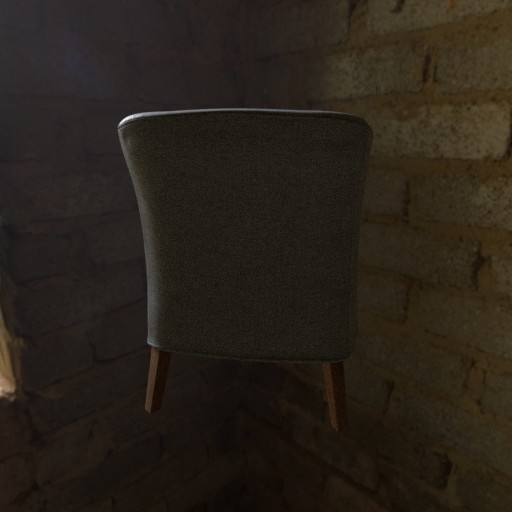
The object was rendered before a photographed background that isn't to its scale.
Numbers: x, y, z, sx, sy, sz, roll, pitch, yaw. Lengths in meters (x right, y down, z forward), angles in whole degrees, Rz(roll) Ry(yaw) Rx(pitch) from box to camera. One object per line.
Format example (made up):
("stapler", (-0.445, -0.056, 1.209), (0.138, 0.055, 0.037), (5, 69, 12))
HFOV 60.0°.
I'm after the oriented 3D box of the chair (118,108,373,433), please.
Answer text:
("chair", (0.000, 0.000, 1.269), (0.600, 0.771, 0.668), (2, 16, 9))
